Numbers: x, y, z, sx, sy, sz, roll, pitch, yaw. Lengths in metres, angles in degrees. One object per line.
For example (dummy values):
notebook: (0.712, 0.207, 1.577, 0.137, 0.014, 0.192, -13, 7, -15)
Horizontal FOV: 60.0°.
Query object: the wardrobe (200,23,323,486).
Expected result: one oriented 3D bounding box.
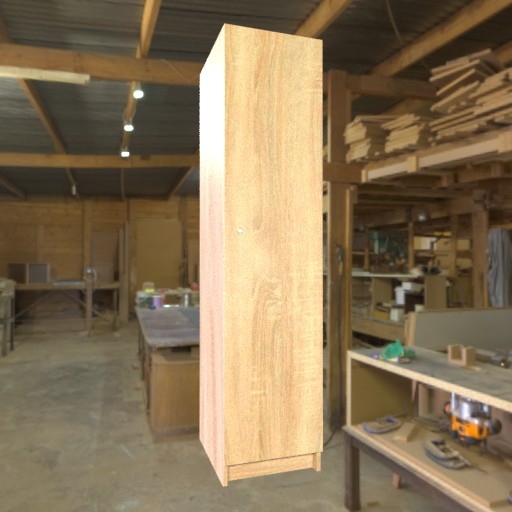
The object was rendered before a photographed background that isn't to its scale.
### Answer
wardrobe: (0.000, 0.000, 2.370, 0.496, 2.117, 0.588, 0, 0, -18)
